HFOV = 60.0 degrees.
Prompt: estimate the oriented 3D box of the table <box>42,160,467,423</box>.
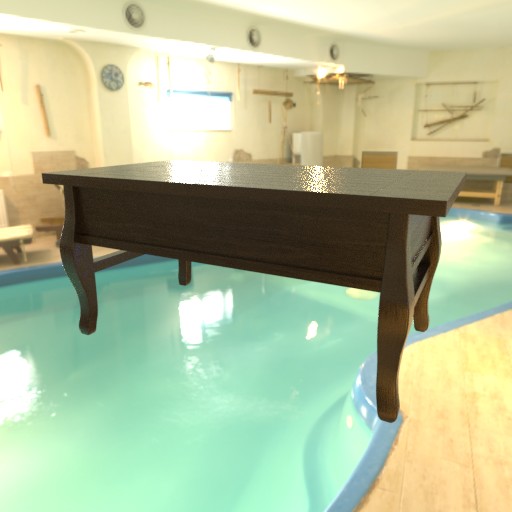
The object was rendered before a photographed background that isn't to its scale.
[{"bbox_3d":[0.000,0.000,1.331,1.062,0.494,0.600,8,18,26],"label":"table"}]
